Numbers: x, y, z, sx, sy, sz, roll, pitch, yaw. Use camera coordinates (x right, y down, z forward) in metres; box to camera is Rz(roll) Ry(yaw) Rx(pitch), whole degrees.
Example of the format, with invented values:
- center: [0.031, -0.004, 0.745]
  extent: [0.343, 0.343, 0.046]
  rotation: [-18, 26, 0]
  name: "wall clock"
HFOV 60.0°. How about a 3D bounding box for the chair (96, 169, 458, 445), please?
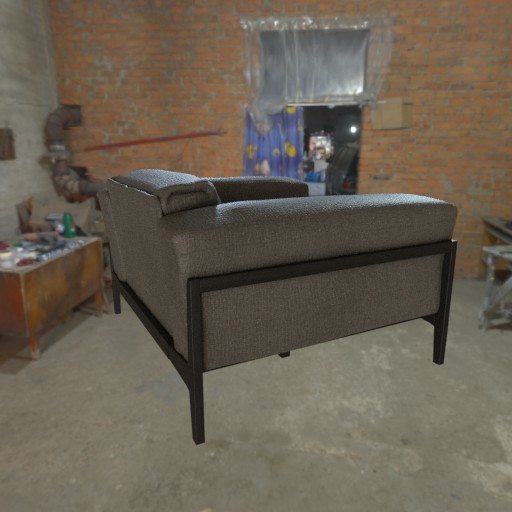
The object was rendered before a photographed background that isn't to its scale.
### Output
- center: [0.000, 0.000, 1.678]
  extent: [0.969, 0.646, 1.056]
  rotation: [-7, 16, -27]
  name: "chair"
